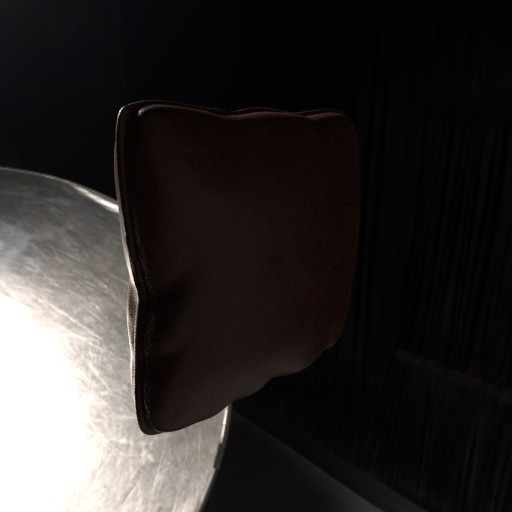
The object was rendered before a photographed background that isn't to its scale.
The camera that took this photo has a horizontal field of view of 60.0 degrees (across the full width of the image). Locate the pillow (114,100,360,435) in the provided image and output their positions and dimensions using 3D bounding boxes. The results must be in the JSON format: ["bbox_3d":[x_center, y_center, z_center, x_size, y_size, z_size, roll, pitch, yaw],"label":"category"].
[{"bbox_3d":[0.000,0.000,0.812,0.532,0.523,0.236,-15,22,-42],"label":"pillow"}]
